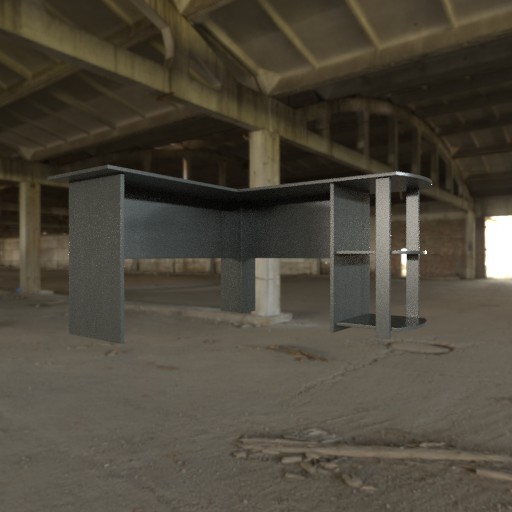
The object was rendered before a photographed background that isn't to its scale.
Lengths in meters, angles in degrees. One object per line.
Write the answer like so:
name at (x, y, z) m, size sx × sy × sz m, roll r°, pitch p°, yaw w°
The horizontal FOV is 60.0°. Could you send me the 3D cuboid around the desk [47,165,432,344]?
desk at (0.000, 0.000, 2.104) m, size 1.361 × 0.716 × 1.303 m, roll 0°, pitch 0°, yaw 37°
